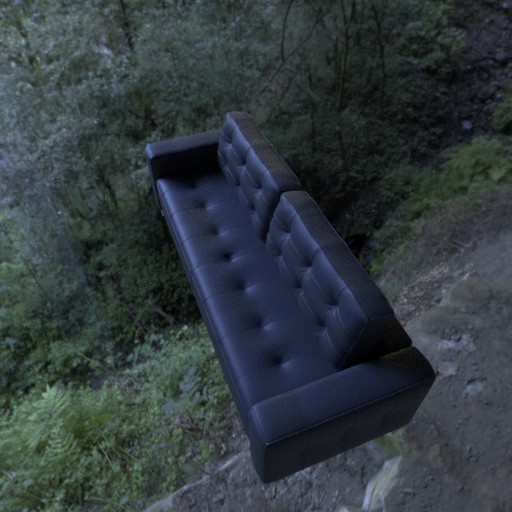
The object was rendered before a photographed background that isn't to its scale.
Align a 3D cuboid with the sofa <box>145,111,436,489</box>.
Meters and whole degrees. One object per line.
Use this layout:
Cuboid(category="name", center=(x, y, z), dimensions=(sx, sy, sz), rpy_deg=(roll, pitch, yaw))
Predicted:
Cuboid(category="sofa", center=(0.000, 0.000, 2.653), dimensions=(0.833, 0.893, 2.275), rpy_deg=(-16, 49, -14))
